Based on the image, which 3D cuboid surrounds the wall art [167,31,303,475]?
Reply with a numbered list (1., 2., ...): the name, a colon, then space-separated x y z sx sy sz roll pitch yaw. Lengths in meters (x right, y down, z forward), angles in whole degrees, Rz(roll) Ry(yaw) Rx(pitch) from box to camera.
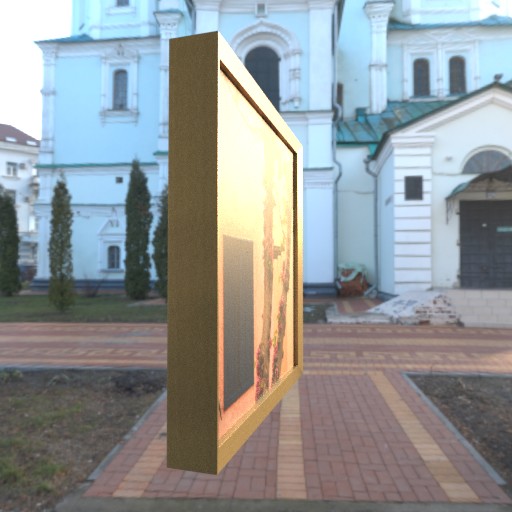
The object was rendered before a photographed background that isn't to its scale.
1. wall art: 0.000 0.000 0.455 0.038 0.305 0.304 -1 -2 17
